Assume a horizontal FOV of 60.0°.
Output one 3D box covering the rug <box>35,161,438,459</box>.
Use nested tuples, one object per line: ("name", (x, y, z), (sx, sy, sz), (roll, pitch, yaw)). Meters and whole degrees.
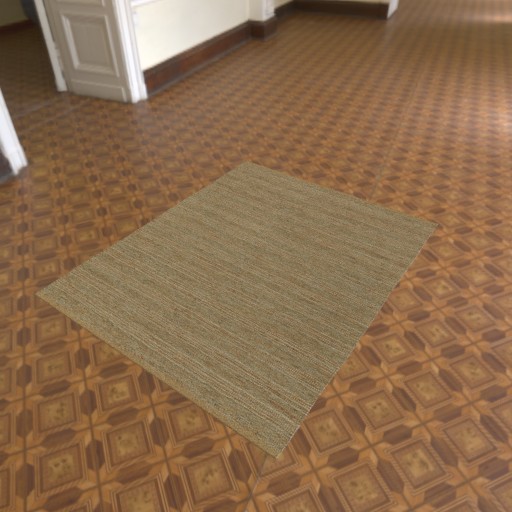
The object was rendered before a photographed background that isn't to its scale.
("rug", (0.000, 0.000, 4.168), (2.471, 0.012, 3.034), (24, 45, 27))
